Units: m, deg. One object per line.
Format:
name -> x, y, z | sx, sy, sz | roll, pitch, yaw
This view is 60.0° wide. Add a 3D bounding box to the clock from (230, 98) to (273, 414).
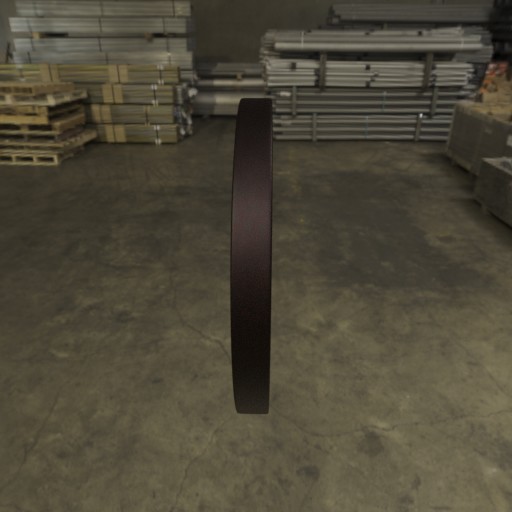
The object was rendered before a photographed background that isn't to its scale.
clock -> 0.000, 0.000, 0.467 | 0.029, 0.314, 0.314 | 1, 27, 1
